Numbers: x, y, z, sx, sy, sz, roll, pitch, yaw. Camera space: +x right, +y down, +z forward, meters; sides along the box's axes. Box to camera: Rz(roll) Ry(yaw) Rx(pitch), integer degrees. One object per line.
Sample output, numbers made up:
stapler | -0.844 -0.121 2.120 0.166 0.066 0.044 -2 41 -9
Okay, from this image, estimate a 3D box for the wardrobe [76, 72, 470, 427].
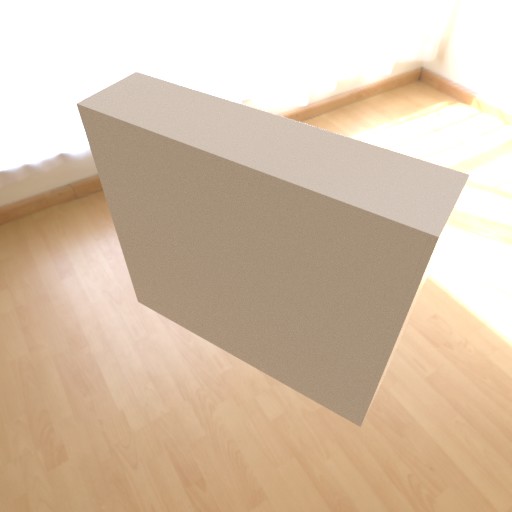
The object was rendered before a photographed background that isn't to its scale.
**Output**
wardrobe | 0.000 0.000 1.927 1.340 1.200 0.360 24 51 22
